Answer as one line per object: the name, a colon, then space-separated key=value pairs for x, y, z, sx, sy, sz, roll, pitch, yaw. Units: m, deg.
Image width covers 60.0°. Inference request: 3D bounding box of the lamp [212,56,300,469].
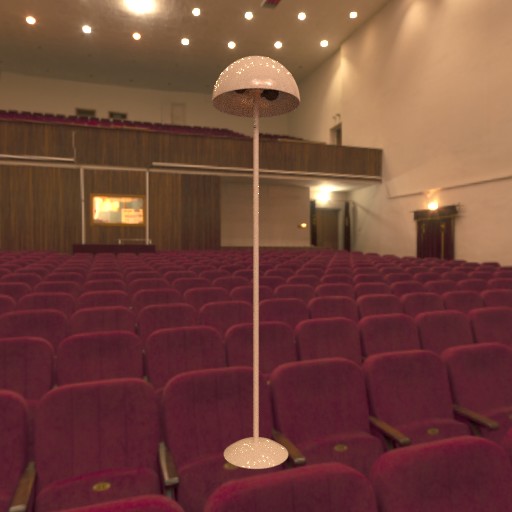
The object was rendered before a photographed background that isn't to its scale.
lamp: x=0.000 y=0.000 z=1.658 sx=0.328 sy=1.480 sz=0.328 roll=0 pitch=0 yaw=-19
